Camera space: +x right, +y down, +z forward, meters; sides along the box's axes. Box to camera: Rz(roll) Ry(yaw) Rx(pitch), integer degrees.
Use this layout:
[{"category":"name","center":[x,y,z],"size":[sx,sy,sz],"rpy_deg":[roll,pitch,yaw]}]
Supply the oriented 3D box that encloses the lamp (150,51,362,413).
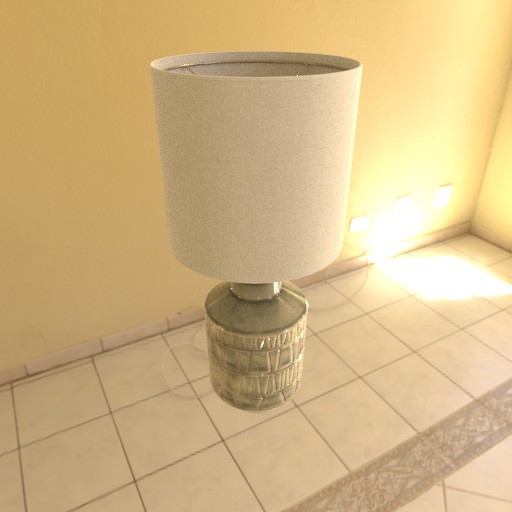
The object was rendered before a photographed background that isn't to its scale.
[{"category":"lamp","center":[0.000,0.000,0.562],"size":[0.211,0.455,0.211],"rpy_deg":[-22,37,-33]}]
